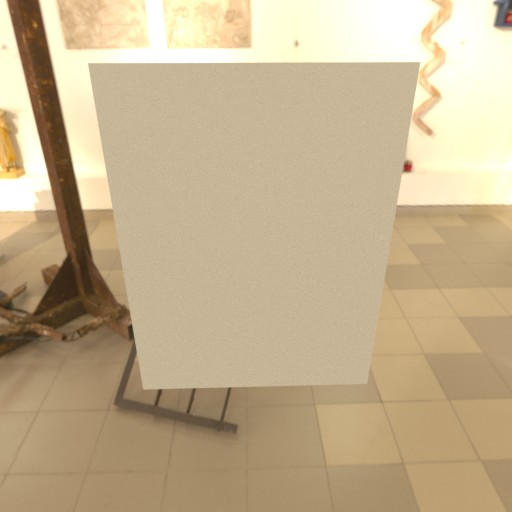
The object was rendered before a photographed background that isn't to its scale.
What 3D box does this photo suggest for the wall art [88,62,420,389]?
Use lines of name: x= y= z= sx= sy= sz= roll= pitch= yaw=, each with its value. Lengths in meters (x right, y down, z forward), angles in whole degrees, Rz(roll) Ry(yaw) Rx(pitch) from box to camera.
wall art: x=0.000 y=0.000 z=0.758 sx=0.457 sy=0.609 sz=0.003 roll=-1 pitch=29 yaw=-2
